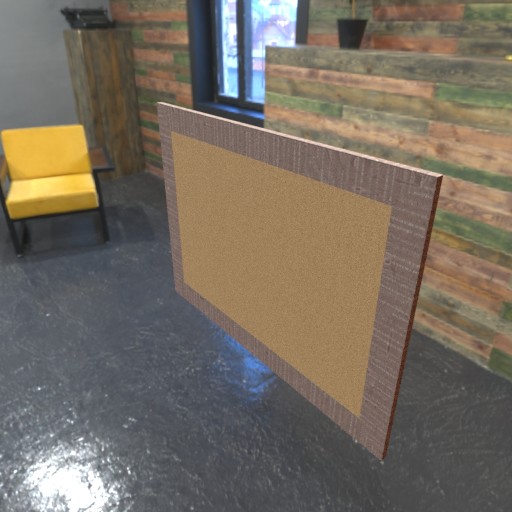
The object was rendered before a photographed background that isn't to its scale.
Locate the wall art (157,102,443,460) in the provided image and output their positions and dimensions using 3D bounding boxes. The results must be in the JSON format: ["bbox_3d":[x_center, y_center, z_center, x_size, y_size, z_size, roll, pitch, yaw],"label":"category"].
[{"bbox_3d":[0.000,0.000,1.337,0.020,0.761,1.056,-21,34,-34],"label":"wall art"}]
